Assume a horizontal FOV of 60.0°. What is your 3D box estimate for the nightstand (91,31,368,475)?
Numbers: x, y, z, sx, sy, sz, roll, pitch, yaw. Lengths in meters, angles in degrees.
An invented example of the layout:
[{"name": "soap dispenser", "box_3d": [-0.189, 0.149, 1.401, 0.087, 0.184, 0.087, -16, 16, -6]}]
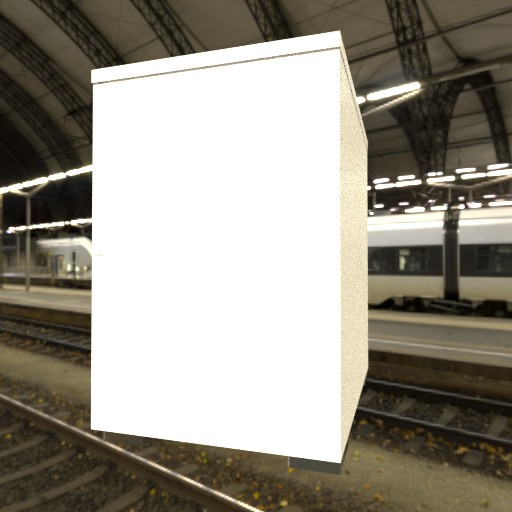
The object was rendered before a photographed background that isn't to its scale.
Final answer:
[{"name": "nightstand", "box_3d": [0.000, 0.000, 0.718, 0.325, 0.460, 0.441, 0, -1, 18]}]
